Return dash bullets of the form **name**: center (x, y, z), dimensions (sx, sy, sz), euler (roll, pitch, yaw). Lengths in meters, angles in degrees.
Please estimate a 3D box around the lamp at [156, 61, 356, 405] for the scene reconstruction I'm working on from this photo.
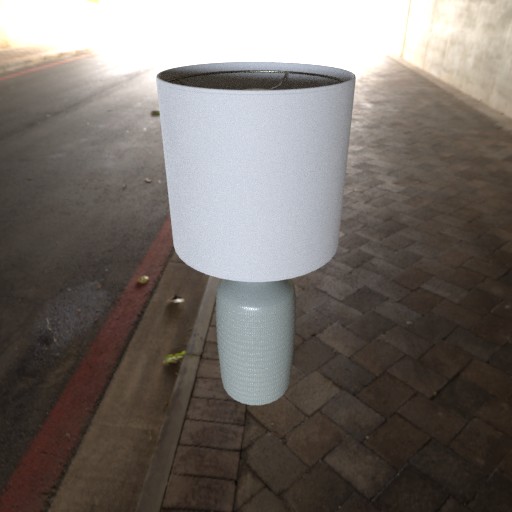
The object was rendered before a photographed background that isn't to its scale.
- **lamp**: center (0.000, 0.000, 0.617), dimensions (0.220, 0.475, 0.220), euler (20, 36, 31)
